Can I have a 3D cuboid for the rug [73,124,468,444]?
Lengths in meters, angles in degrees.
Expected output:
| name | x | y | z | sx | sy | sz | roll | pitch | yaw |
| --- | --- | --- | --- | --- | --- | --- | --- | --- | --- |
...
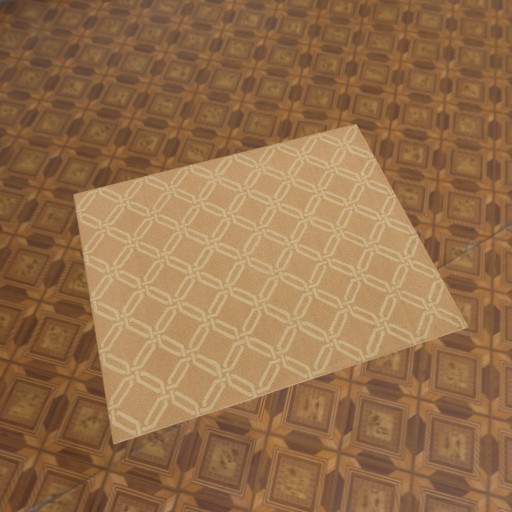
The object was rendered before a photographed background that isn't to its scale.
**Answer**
| name | x | y | z | sx | sy | sz | roll | pitch | yaw |
| --- | --- | --- | --- | --- | --- | --- | --- | --- | --- |
| rug | 0.000 | 0.000 | 3.893 | 2.895 | 0.018 | 2.288 | -16 | 64 | -8 |
